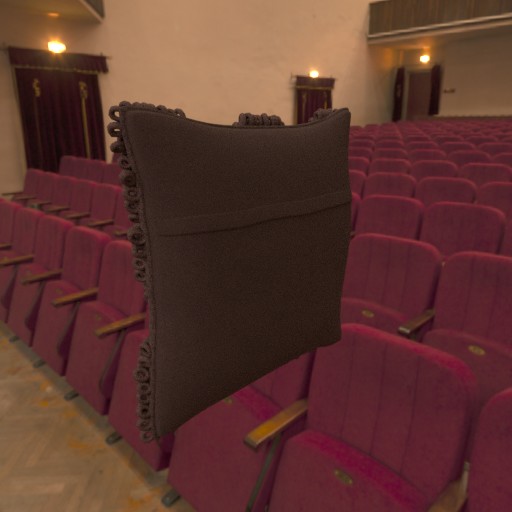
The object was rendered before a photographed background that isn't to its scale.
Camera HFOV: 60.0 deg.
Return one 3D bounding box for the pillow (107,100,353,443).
[{"bbox_3d":[0.000,0.000,0.722,0.470,0.467,0.172,-16,23,-42],"label":"pillow"}]
